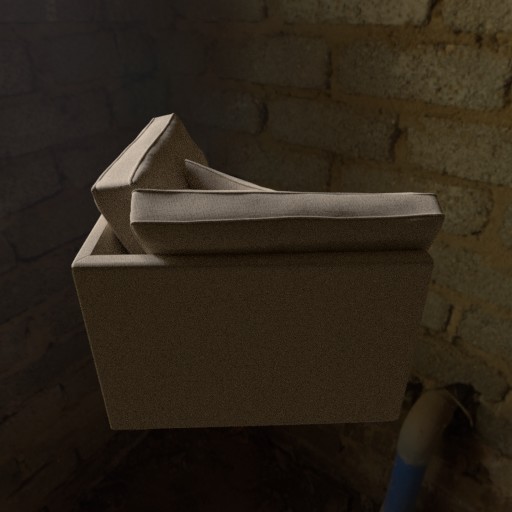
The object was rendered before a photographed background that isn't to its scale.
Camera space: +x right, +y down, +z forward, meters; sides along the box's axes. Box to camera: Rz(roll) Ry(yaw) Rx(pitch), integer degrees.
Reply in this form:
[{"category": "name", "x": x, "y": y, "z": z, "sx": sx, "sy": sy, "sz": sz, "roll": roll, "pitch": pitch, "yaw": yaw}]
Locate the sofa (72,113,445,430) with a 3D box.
[{"category": "sofa", "x": 0.000, "y": 0.000, "z": 1.811, "sx": 1.050, "sy": 0.937, "sz": 1.042, "roll": -1, "pitch": 31, "yaw": -1}]
